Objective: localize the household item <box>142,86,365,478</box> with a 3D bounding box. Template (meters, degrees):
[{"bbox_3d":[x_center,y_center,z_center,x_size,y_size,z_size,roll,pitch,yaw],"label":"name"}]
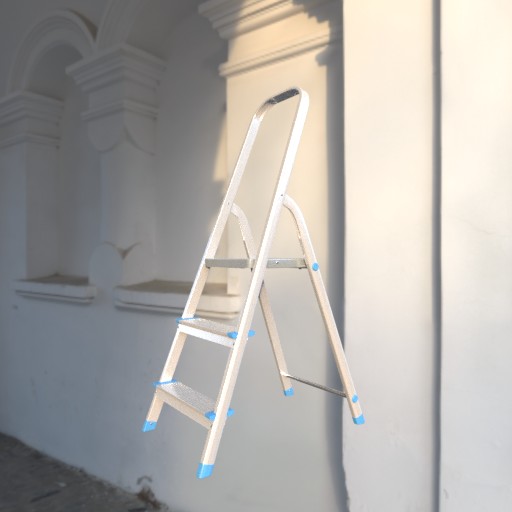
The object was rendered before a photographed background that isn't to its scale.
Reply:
[{"bbox_3d":[0.000,0.000,1.577,0.687,1.215,0.420,0,0,-36],"label":"household item"}]
